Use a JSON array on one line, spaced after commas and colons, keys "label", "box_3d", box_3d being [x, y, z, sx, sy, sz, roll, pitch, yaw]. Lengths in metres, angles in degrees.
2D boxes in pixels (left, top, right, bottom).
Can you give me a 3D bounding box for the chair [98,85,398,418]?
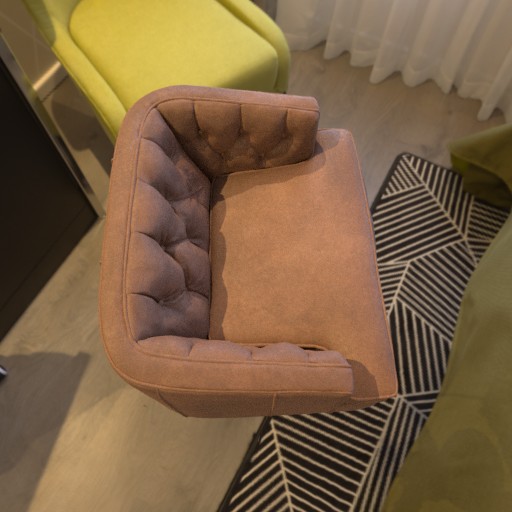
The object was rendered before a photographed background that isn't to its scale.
[{"label": "chair", "box_3d": [0.000, 0.000, 1.669, 0.914, 0.787, 1.118, -2, 65, -1]}]
